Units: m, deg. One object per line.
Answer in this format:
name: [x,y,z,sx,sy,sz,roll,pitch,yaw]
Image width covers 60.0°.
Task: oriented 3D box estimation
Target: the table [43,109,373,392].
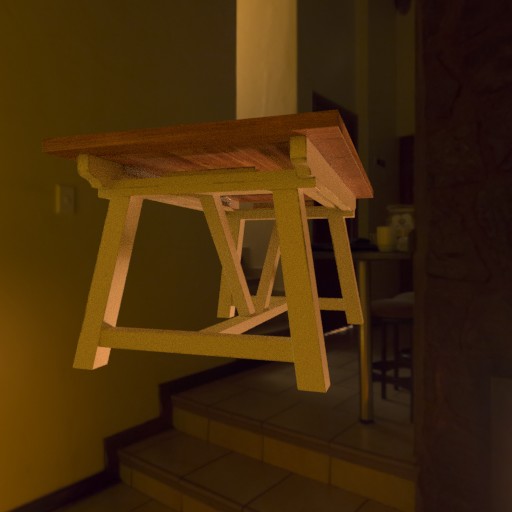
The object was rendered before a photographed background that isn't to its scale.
table: [0.000,0.000,1.967,0.922,0.743,1.503,0,0,18]
